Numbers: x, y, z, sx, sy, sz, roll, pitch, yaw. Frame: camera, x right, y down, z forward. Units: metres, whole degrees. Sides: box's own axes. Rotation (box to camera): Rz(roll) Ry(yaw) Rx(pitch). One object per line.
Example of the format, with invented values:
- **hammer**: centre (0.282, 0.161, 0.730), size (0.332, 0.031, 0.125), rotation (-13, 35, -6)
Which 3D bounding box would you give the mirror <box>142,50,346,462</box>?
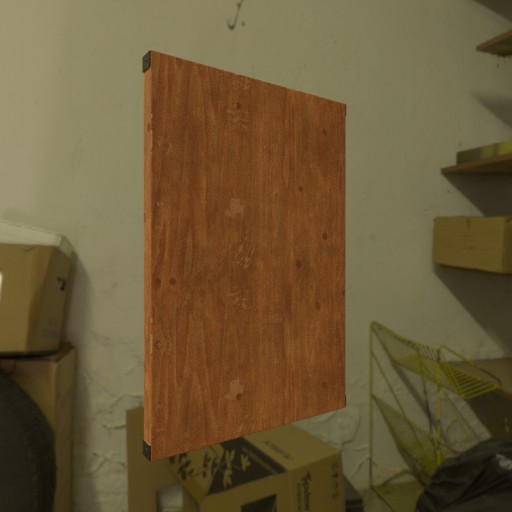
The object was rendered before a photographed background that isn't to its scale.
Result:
- **mirror**: centre (0.000, 0.000, 0.984), size (0.517, 0.761, 0.053), rotation (0, 0, -35)
